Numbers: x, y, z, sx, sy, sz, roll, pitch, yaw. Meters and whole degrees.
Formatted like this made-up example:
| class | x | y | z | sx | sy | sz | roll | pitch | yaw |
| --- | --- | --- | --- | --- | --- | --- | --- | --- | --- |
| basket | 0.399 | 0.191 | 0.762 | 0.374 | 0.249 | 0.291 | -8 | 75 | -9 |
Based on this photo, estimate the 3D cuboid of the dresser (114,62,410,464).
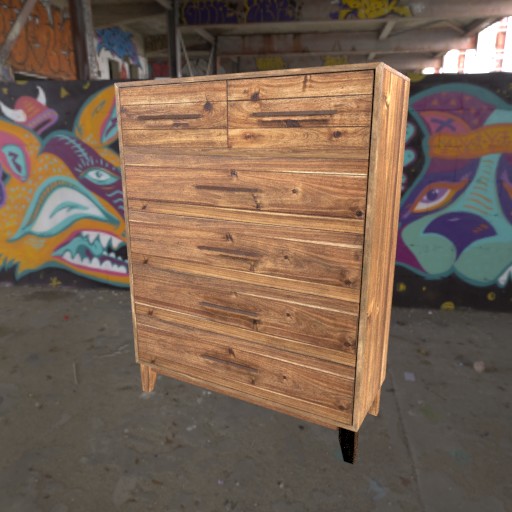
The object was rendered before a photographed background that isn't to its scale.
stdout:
| class | x | y | z | sx | sy | sz | roll | pitch | yaw |
| --- | --- | --- | --- | --- | --- | --- | --- | --- | --- |
| dresser | 0.000 | 0.000 | 1.882 | 1.062 | 1.393 | 0.442 | 8 | 17 | 28 |
